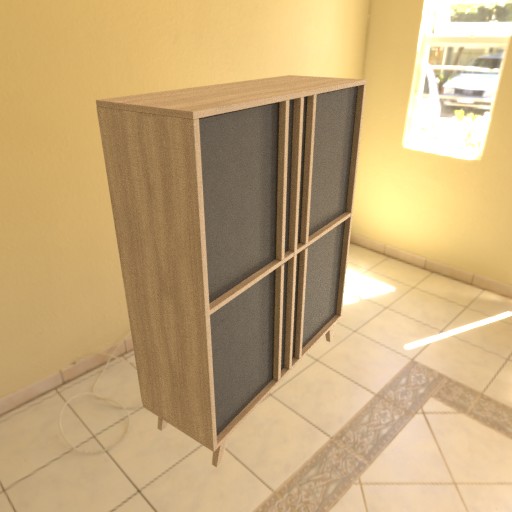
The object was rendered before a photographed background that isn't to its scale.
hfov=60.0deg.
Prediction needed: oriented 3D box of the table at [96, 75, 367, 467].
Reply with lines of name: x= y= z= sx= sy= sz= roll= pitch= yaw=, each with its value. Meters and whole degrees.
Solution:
table: x=0.000 y=0.000 z=1.946 sx=0.398 sy=1.388 sz=1.111 roll=18 pitch=32 yaw=31
